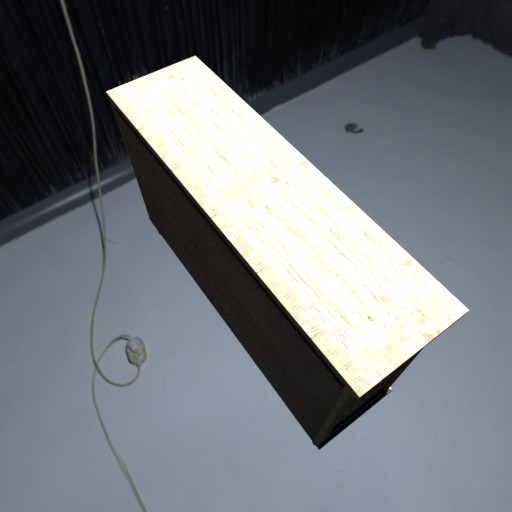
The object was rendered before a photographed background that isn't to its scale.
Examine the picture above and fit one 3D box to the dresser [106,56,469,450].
[{"bbox_3d":[0.000,0.000,2.081,0.457,1.016,1.626,-31,62,-18],"label":"dresser"}]
